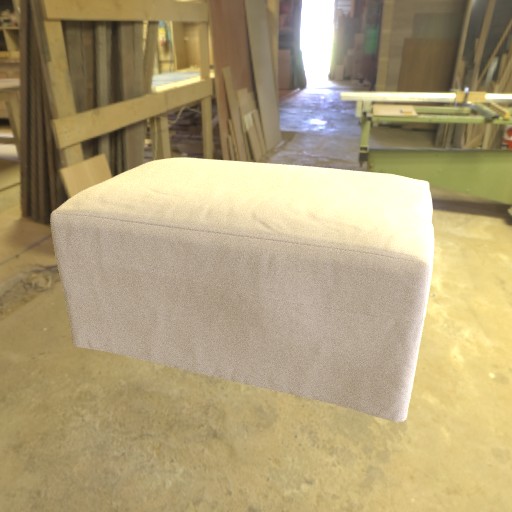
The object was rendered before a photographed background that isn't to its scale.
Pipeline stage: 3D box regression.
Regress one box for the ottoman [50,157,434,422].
[{"bbox_3d":[0.000,0.000,1.208,0.872,0.444,0.590,8,27,16],"label":"ottoman"}]
